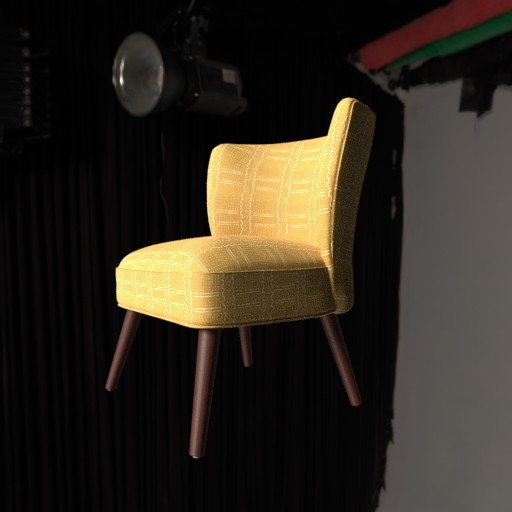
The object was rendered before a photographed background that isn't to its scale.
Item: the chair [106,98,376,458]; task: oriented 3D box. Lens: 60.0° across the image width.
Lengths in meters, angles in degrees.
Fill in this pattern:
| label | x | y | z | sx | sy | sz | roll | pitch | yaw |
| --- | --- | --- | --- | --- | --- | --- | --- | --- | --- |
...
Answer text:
| label | x | y | z | sx | sy | sz | roll | pitch | yaw |
| --- | --- | --- | --- | --- | --- | --- | --- | --- | --- |
| chair | 0.000 | 0.000 | 1.398 | 0.758 | 0.866 | 0.706 | 0 | 1 | -36 |
